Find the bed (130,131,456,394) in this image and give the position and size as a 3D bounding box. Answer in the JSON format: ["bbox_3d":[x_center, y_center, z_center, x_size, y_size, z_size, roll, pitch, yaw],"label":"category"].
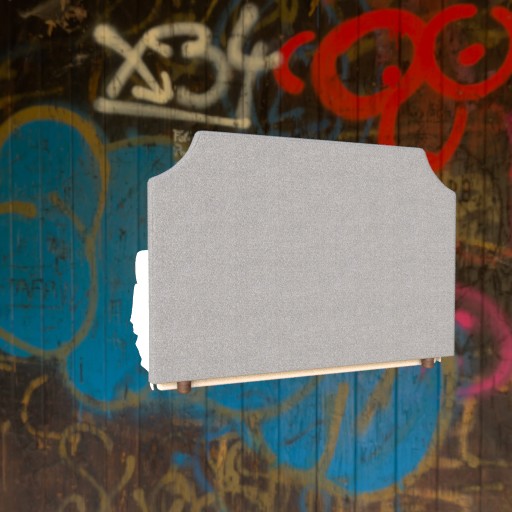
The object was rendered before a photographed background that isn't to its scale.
[{"bbox_3d":[0.000,0.000,3.444,1.811,1.296,2.259,0,1,-18],"label":"bed"}]
